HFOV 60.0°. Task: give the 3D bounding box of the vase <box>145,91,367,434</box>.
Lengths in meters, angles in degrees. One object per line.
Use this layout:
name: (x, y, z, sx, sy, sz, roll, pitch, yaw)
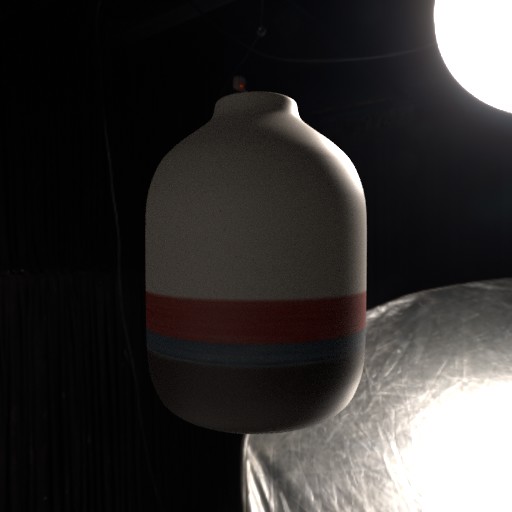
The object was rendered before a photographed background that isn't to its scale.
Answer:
vase: (0.000, 0.000, 0.350, 0.169, 0.237, 0.169, 0, 1, 0)
